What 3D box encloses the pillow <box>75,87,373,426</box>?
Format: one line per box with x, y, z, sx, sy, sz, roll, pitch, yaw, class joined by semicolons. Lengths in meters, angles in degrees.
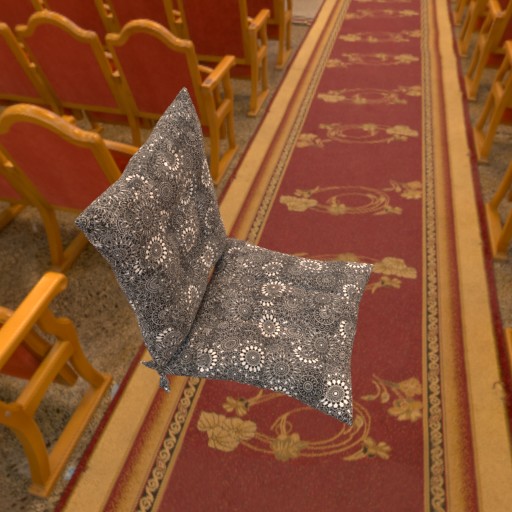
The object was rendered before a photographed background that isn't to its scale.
0.000;0.000;1.046;0.585;0.536;0.541;11;47;10;pillow
